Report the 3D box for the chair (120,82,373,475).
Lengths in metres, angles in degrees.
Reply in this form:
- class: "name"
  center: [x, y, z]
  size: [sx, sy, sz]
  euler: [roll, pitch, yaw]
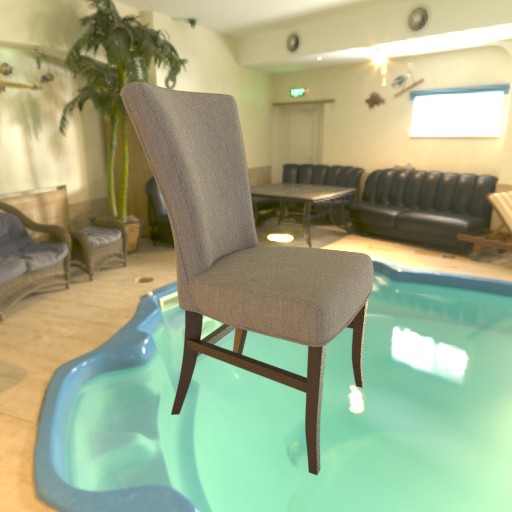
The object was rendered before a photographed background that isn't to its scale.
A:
- class: "chair"
  center: [0.000, 0.000, 1.371]
  size: [0.660, 0.991, 0.520]
  euler: [8, 17, 26]
